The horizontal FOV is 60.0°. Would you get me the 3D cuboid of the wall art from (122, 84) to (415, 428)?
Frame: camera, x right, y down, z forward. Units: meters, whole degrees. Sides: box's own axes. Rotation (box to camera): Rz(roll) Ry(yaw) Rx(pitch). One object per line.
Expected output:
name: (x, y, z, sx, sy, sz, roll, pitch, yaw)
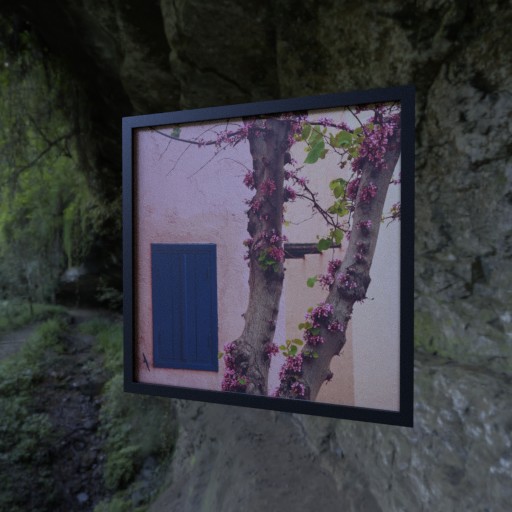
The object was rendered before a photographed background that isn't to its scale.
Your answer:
wall art: (0.000, 0.000, 0.755, 0.508, 0.508, 0.038, 0, 1, 19)
